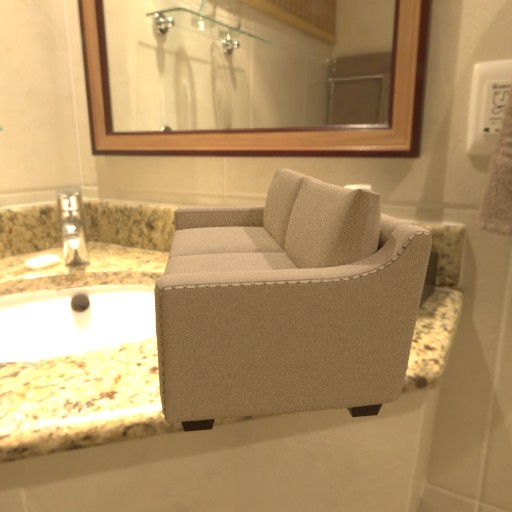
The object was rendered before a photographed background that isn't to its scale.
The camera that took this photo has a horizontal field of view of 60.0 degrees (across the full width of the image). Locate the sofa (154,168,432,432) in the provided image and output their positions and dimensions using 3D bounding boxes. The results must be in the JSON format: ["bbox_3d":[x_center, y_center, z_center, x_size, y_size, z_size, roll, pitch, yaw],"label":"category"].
[{"bbox_3d":[0.000,0.000,2.731,1.104,0.983,2.107,-2,14,-8],"label":"sofa"}]
